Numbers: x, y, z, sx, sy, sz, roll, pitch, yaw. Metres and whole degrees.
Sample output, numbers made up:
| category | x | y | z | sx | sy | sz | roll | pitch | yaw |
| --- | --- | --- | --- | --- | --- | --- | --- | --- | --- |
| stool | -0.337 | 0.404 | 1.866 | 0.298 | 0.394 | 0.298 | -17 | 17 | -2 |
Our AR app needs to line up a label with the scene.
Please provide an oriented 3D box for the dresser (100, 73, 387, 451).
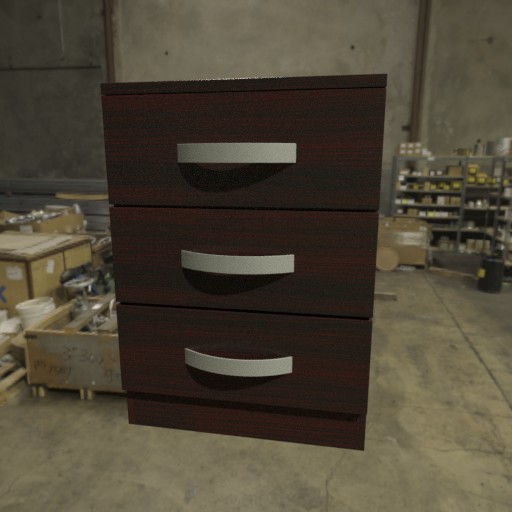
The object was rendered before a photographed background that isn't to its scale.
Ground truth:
| category | x | y | z | sx | sy | sz | roll | pitch | yaw |
| --- | --- | --- | --- | --- | --- | --- | --- | --- | --- |
| dresser | 0.000 | 0.000 | 0.810 | 0.400 | 0.560 | 0.360 | 2 | 13 | 10 |
